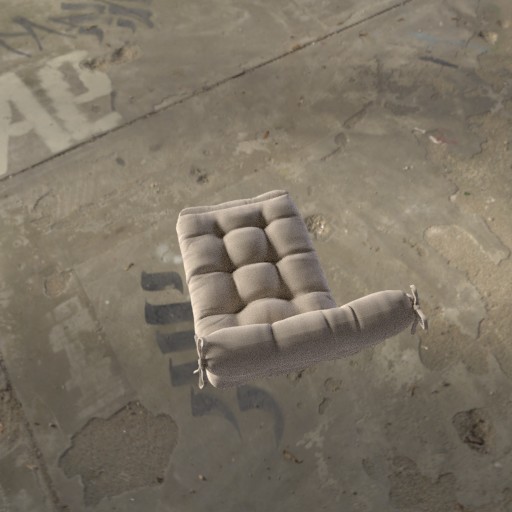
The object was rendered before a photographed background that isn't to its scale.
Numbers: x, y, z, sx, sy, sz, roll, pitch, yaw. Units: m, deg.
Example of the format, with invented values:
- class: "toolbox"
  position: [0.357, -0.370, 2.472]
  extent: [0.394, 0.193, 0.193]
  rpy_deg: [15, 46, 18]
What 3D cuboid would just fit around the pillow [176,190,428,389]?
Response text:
- class: "pillow"
  position: [0.000, 0.000, 1.504]
  extent: [0.526, 0.863, 1.016]
  rpy_deg: [-12, 59, -7]
